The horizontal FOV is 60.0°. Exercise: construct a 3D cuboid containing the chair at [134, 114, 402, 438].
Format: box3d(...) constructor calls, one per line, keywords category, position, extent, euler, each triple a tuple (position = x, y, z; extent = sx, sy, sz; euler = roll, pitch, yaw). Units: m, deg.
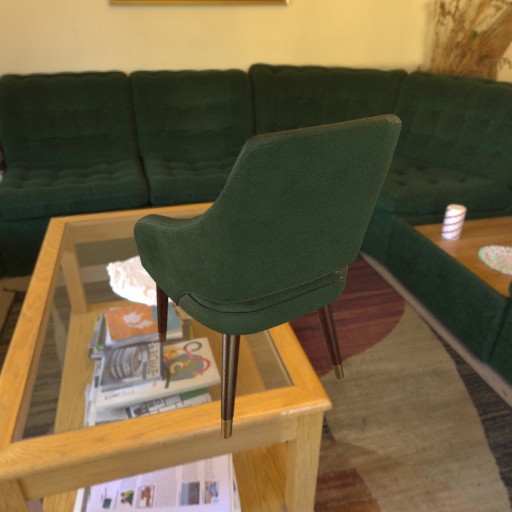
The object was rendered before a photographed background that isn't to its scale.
box3d(category="chair", position=(0.000, 0.000, 1.595), extent=(0.683, 1.081, 0.794), euler=(-17, 34, -28))
